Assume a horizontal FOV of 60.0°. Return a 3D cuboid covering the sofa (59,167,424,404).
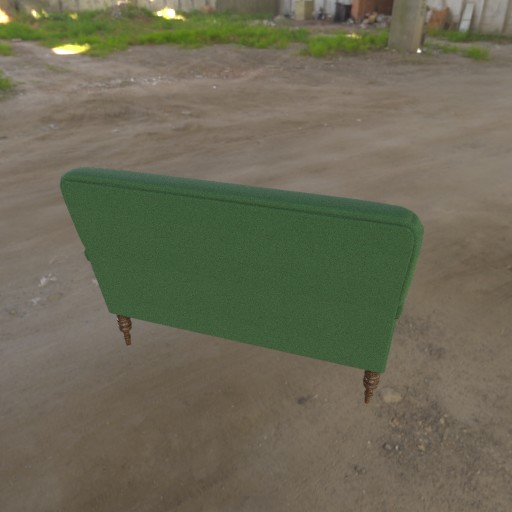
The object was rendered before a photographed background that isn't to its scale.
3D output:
[{"bbox_3d":[0.000,0.000,1.867,1.297,0.889,0.779,9,32,15],"label":"sofa"}]
